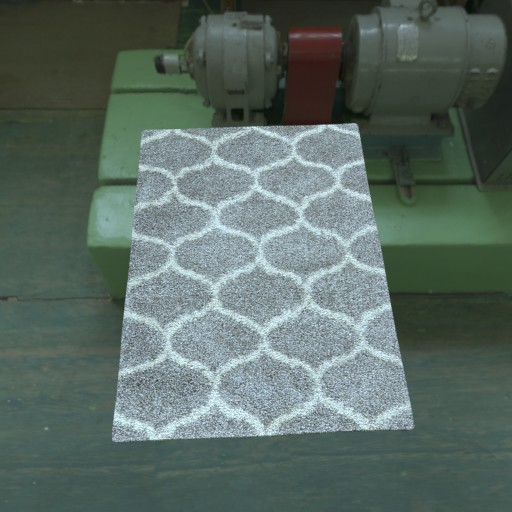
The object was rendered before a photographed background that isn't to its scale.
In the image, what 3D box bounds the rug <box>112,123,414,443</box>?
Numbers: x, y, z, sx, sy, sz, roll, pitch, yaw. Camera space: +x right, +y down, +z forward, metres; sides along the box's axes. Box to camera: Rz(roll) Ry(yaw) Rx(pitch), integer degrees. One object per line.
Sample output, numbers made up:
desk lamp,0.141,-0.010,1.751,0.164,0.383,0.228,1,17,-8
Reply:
rug,0.000,0.000,2.108,1.200,0.025,1.600,-2,63,-1
